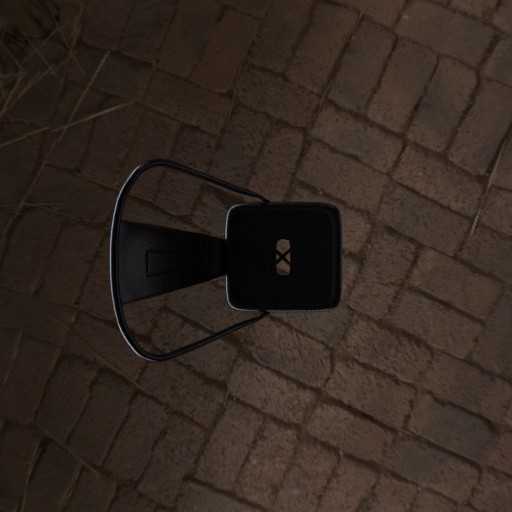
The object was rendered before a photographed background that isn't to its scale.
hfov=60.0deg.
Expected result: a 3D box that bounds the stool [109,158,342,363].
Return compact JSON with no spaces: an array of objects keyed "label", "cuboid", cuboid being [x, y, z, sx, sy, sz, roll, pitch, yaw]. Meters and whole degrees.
[{"label":"stool","cuboid":[0.000,0.000,1.340,0.513,1.096,0.399,0,91,1]}]
